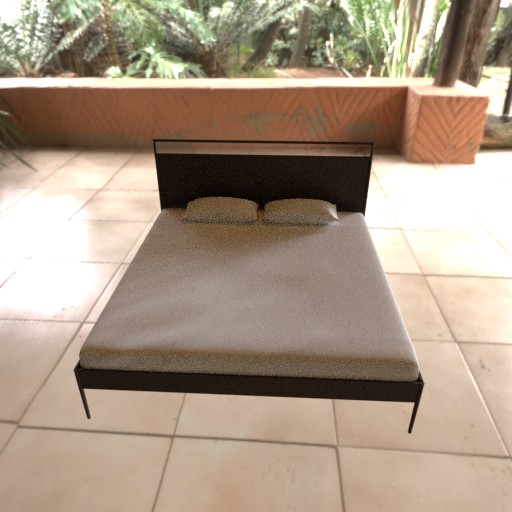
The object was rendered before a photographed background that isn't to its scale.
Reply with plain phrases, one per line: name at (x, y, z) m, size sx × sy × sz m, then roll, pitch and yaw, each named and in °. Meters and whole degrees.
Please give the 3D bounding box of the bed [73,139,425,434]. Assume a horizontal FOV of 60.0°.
bed at (0.000, 0.000, 3.346) m, size 1.993 × 1.173 × 2.151 m, roll 2°, pitch 30°, yaw 3°
